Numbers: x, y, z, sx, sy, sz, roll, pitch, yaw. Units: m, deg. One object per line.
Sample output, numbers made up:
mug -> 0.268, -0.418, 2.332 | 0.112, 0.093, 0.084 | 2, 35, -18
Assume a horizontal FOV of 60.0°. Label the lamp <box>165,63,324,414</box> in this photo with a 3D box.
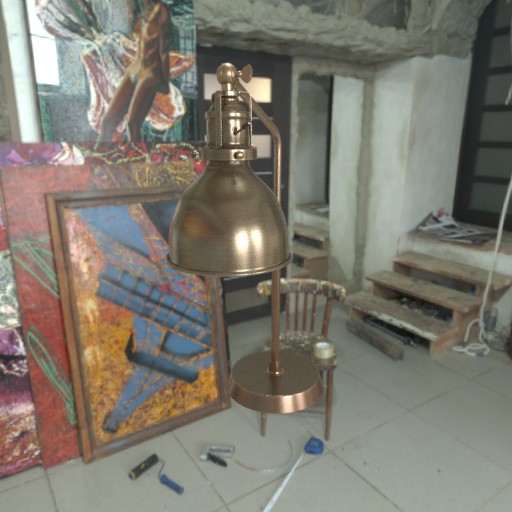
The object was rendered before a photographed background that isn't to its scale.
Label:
lamp -> 0.000, 0.000, 0.587 | 0.153, 0.456, 0.286 | 8, 17, 26
